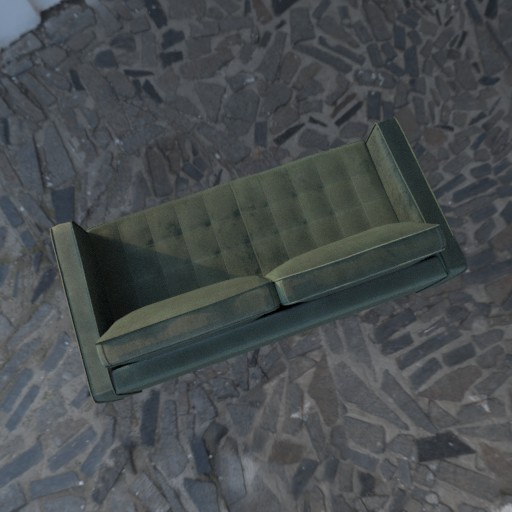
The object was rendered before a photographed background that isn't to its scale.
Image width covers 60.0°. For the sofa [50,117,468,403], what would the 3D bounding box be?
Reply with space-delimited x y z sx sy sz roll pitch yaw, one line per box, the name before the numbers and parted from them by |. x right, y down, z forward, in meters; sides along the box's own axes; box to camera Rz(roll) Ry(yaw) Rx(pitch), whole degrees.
sofa | 0.000 0.000 2.260 1.816 0.781 0.886 -19 76 -5
